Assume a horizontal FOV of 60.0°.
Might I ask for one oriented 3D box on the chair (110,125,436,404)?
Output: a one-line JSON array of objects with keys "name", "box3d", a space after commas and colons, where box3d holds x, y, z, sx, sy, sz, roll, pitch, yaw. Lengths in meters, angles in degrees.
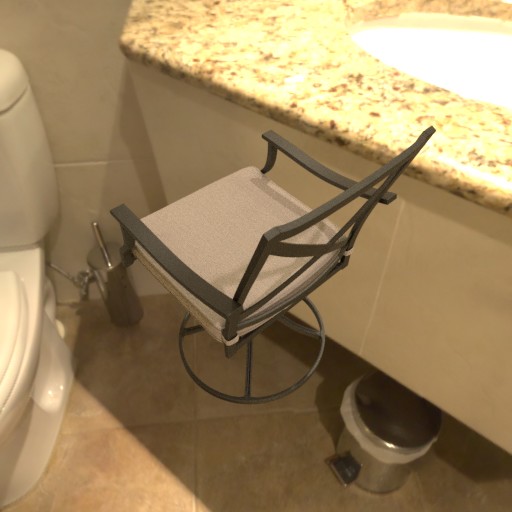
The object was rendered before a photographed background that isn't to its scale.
[{"name": "chair", "box3d": [0.000, 0.000, 1.282, 0.575, 0.889, 0.620, -34, 55, -28]}]
